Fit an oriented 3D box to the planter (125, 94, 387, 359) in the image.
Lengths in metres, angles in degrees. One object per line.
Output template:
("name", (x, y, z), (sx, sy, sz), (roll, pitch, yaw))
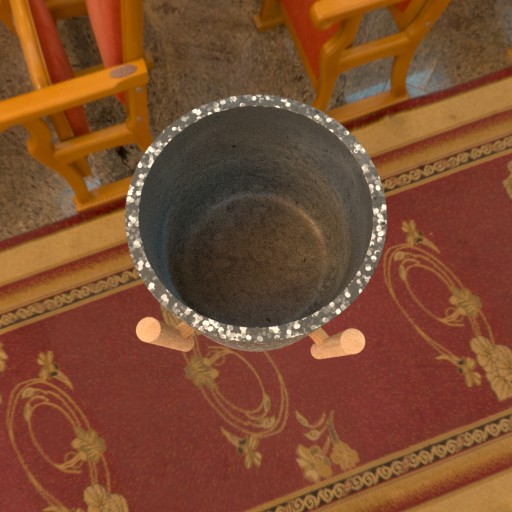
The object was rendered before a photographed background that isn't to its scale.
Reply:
("planter", (0.000, 0.000, 0.531), (0.284, 0.320, 0.284), (-19, 76, -5))
